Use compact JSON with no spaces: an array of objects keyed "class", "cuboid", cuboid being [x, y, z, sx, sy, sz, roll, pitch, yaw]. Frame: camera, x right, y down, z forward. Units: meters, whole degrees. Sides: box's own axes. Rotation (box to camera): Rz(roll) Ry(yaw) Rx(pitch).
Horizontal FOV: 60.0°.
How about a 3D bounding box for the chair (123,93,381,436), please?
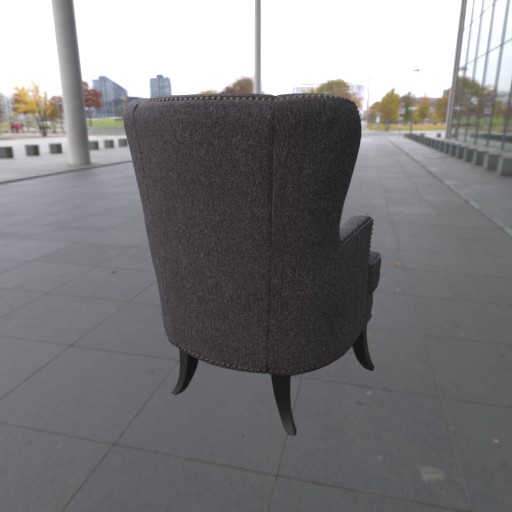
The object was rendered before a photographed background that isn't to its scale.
[{"class":"chair","cuboid":[0.000,0.000,1.589,0.759,1.060,0.758,9,19,27]}]
